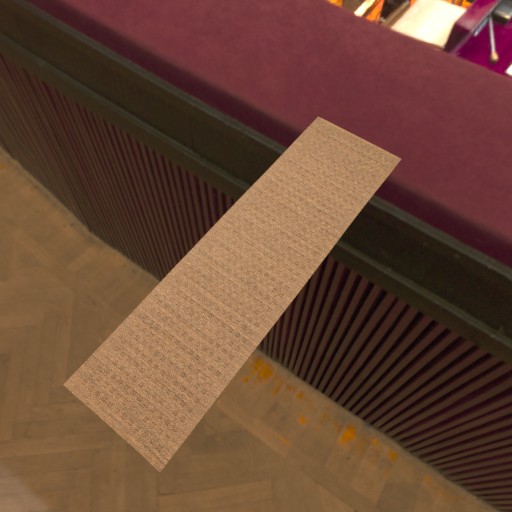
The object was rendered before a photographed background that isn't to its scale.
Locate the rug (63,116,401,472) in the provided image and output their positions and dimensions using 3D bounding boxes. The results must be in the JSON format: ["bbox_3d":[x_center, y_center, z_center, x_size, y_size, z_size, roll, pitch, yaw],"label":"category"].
[{"bbox_3d":[0.000,0.000,2.686,0.688,0.005,2.437,33,66,17],"label":"rug"}]
